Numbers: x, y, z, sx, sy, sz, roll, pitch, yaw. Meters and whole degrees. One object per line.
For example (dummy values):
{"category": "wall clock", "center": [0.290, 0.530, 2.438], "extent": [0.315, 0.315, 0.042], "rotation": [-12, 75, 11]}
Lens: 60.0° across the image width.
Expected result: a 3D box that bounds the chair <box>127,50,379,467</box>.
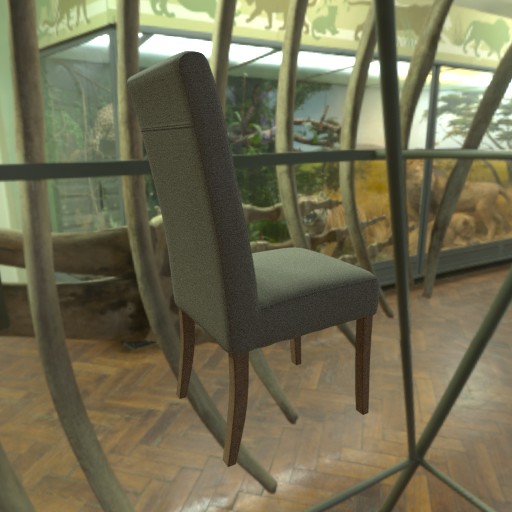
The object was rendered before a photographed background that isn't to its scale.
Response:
{"category": "chair", "center": [0.000, 0.000, 1.337], "extent": [0.611, 1.033, 0.450], "rotation": [-8, 16, -28]}
